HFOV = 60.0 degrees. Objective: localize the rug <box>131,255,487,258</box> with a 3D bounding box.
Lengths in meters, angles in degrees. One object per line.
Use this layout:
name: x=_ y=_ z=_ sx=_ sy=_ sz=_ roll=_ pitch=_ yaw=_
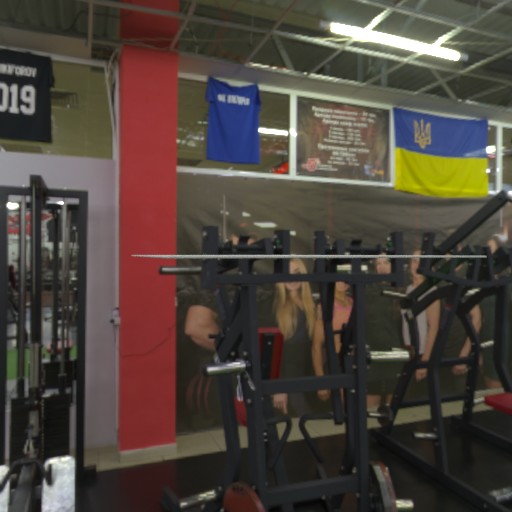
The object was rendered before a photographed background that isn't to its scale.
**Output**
rug: x=0.000 y=0.000 z=3.035 sx=1.515 sy=0.010 sz=2.430 roll=0 pitch=0 yaw=-19
